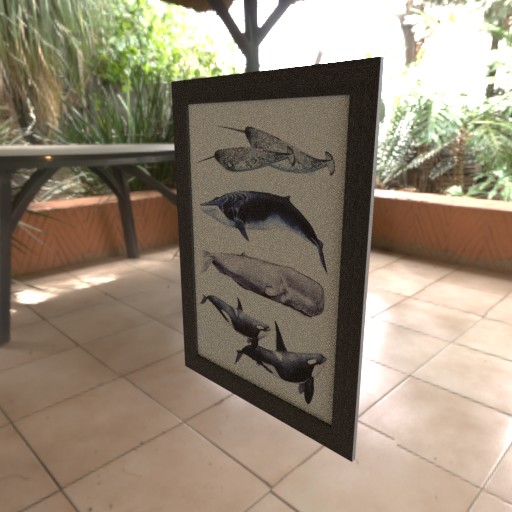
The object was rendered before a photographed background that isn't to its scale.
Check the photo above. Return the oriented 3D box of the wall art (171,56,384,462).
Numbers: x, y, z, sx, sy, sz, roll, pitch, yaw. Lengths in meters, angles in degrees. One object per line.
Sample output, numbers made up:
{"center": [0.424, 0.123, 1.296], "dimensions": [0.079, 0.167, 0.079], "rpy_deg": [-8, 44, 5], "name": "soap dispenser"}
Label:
{"center": [0.000, 0.000, 1.445], "dimensions": [0.810, 1.116, 0.016], "rpy_deg": [15, 22, 42], "name": "wall art"}
